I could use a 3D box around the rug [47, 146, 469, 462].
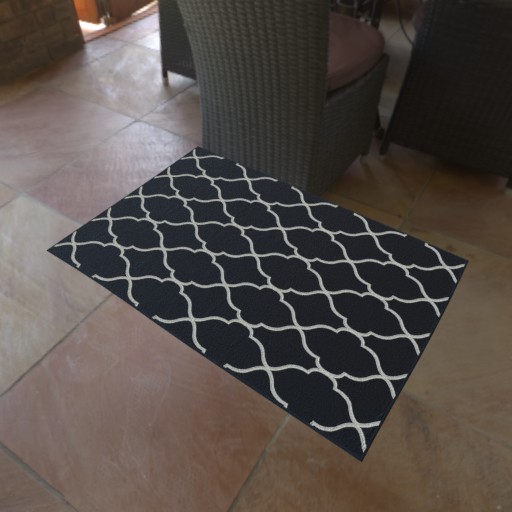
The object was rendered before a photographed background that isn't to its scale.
[{"bbox_3d":[0.000,0.000,2.869,2.290,0.014,1.526,27,52,24],"label":"rug"}]
